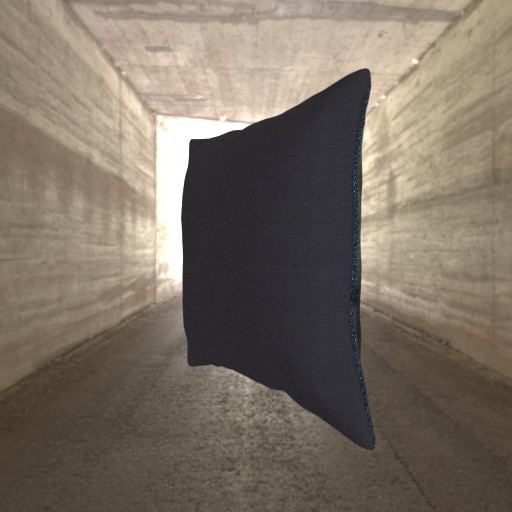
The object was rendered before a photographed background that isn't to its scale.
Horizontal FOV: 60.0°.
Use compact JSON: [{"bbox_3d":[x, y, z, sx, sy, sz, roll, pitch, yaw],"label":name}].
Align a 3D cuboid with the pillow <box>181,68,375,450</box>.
[{"bbox_3d":[0.000,0.000,0.663,0.138,0.430,0.436,0,0,-36],"label":"pillow"}]
